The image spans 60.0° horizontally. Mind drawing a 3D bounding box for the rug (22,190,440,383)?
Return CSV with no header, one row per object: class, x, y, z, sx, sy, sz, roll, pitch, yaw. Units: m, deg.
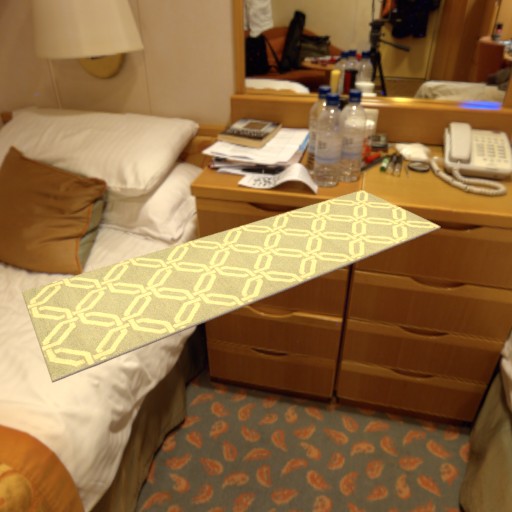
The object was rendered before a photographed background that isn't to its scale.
rug,0.000,0.000,2.441,2.276,0.014,0.678,-19,36,-28
